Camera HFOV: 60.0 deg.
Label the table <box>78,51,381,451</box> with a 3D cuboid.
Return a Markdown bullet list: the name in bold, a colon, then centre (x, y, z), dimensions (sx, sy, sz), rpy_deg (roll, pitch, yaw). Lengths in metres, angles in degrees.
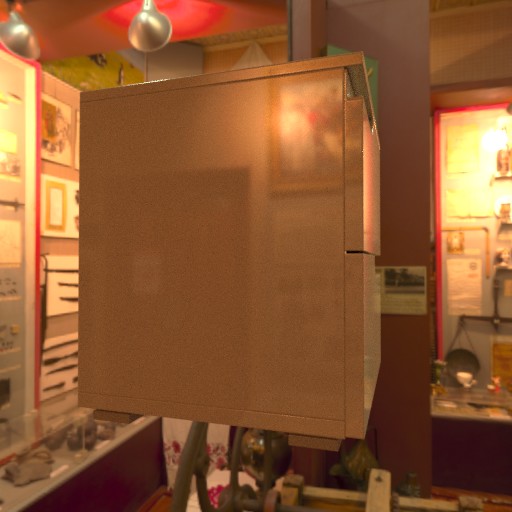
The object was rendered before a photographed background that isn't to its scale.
- **table**: centre (0.000, 0.000, 0.774), dimensions (0.400, 0.470, 0.420), rpy_deg (0, -1, 18)
